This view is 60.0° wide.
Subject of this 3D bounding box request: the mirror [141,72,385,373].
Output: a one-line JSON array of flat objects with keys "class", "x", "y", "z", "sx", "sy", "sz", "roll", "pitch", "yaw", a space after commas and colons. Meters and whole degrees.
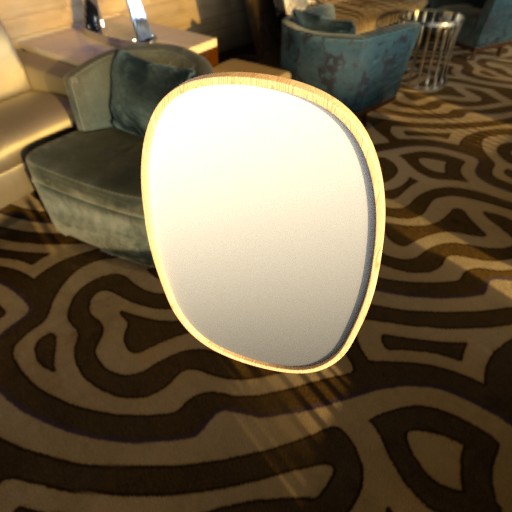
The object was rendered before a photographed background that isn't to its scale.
[{"class": "mirror", "x": 0.000, "y": 0.000, "z": 1.352, "sx": 0.724, "sy": 1.075, "sz": 0.037, "roll": 12, "pitch": 42, "yaw": 14}]
